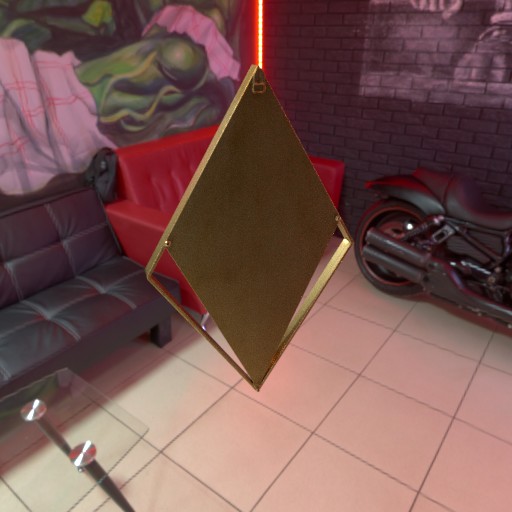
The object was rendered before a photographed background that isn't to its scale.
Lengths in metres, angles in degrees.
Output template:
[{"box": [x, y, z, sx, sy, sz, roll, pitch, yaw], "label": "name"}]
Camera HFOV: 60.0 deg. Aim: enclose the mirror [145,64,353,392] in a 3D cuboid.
[{"box": [0.000, 0.000, 0.856, 0.419, 0.679, 0.032, -10, 29, -18], "label": "mirror"}]
